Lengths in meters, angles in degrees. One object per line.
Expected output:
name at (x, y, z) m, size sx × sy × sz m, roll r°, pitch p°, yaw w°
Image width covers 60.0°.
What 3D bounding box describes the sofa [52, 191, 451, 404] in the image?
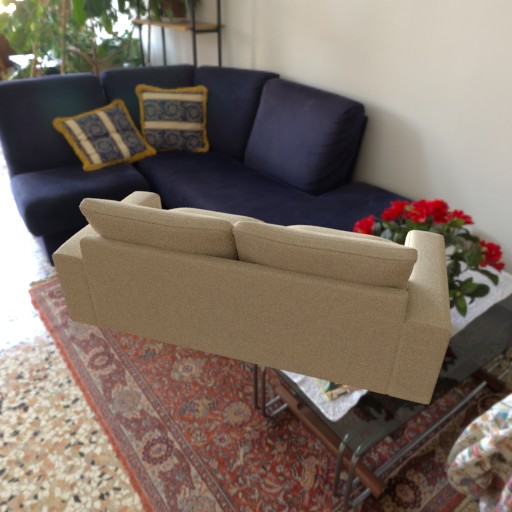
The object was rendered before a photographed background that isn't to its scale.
sofa at (0.000, 0.000, 2.881) m, size 2.299 × 0.922 × 1.040 m, roll 10°, pitch 34°, yaw 15°
